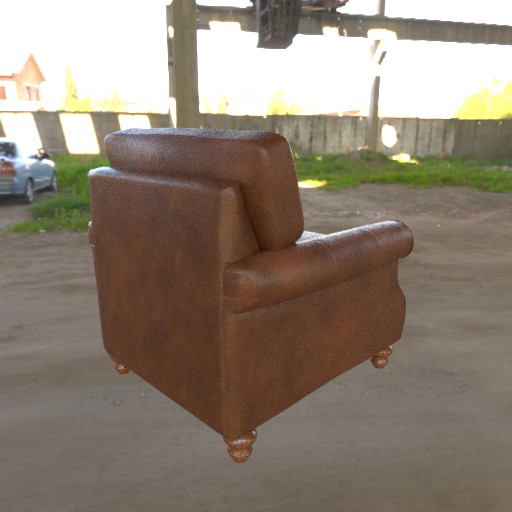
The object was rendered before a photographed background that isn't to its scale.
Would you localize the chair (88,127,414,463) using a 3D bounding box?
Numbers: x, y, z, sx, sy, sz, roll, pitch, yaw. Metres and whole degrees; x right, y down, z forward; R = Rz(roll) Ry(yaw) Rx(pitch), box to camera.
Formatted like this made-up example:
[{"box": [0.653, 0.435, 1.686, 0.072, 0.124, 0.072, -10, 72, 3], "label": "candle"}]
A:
[{"box": [0.000, 0.000, 1.748, 0.992, 0.972, 0.989, -14, 21, -42], "label": "chair"}]
